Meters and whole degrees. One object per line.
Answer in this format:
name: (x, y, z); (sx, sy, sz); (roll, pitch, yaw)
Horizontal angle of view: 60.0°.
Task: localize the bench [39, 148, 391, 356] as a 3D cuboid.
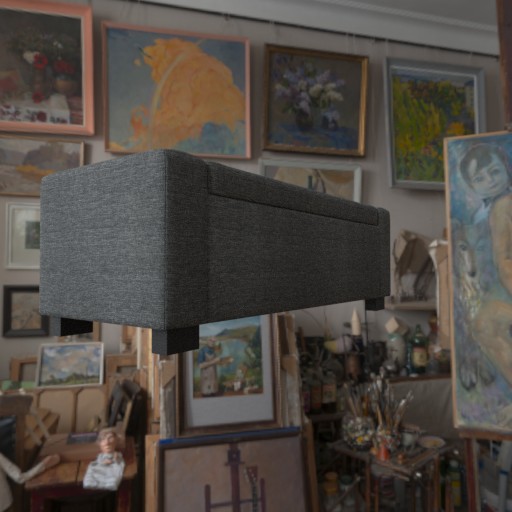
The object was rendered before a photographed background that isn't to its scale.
bench: (0.000, 0.000, 1.562); (0.508, 0.445, 1.296); (-1, -2, 37)
